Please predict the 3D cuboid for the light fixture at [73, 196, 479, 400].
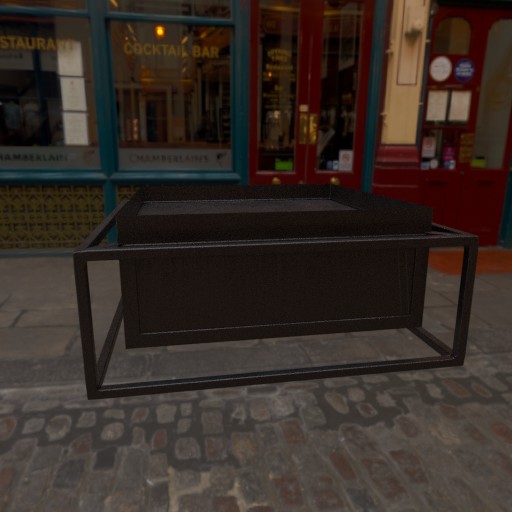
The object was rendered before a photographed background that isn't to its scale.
[{"bbox_3d":[0.000,0.000,0.695,0.441,0.191,0.441,-2,14,-10],"label":"light fixture"}]
